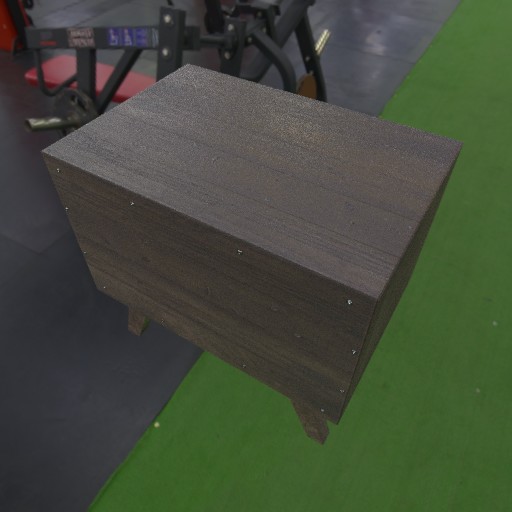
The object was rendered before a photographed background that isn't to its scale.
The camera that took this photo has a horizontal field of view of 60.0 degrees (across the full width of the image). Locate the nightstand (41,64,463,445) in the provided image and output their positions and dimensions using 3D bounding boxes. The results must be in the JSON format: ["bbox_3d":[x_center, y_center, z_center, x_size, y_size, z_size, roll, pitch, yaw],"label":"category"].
[{"bbox_3d":[0.000,0.000,1.040,0.650,0.599,0.450,24,51,21],"label":"nightstand"}]
